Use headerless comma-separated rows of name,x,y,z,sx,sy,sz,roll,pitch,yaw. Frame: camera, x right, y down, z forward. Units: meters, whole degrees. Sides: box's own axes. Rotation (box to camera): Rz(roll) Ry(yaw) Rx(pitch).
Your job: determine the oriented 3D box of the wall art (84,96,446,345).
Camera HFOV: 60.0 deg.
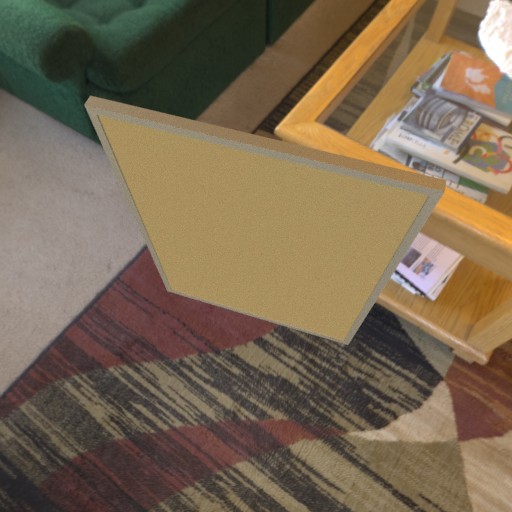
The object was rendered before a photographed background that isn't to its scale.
wall art,0.000,0.000,1.395,0.789,1.042,0.034,15,63,8
